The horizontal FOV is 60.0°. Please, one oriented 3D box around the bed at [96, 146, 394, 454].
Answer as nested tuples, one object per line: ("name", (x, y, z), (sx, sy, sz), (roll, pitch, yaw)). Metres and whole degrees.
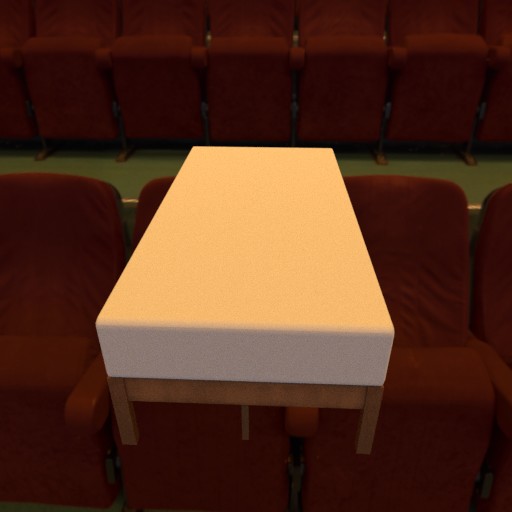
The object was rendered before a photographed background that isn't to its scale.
("bed", (0.000, 0.000, 2.363), (0.961, 0.616, 1.902), (1, 31, 2))
